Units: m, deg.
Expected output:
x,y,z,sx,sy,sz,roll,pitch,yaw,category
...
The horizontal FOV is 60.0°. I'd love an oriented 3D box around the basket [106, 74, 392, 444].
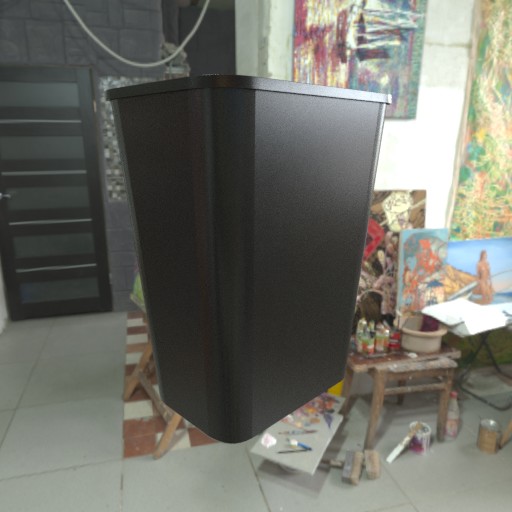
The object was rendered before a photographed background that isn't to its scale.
x,y,z,sx,sy,sz,roll,pitch,yaw,category
0.000,0.000,0.754,0.394,0.521,0.287,-14,20,-43,basket
